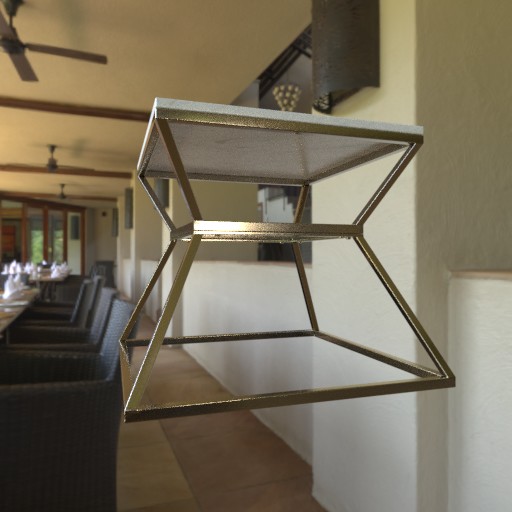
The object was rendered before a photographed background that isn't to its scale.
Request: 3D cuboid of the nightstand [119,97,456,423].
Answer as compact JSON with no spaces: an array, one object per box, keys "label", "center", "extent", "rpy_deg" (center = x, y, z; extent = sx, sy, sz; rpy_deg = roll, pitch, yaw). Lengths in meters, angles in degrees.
[{"label":"nightstand","center":[0.000,0.000,0.882],"extent":[0.514,0.426,0.513],"rpy_deg":[0,0,-18]}]
